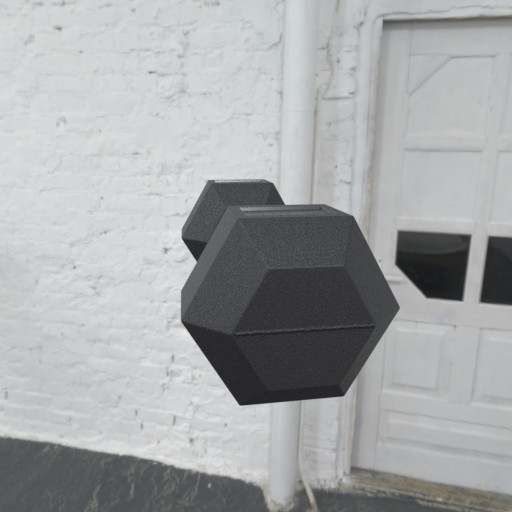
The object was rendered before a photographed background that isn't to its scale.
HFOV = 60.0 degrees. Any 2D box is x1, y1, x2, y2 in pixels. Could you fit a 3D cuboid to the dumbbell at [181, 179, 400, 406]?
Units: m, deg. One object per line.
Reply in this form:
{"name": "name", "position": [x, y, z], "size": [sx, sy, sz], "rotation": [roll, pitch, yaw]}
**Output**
{"name": "dumbbell", "position": [0.000, 0.000, 0.424], "size": [0.141, 0.123, 0.356], "rotation": [-2, 14, -9]}
